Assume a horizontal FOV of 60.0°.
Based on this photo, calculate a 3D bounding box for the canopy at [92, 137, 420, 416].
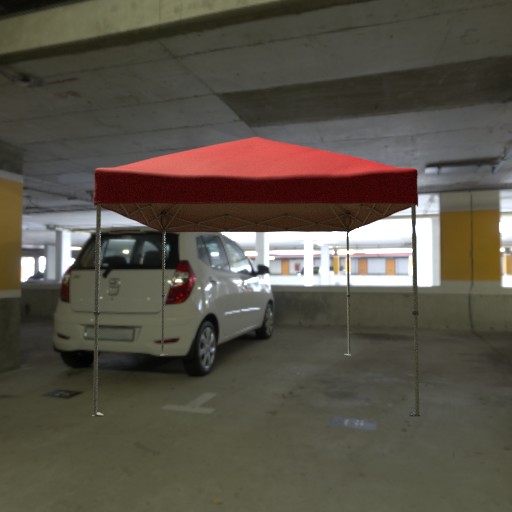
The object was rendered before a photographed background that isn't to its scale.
[{"bbox_3d":[0.000,0.000,5.529,2.996,2.997,2.998,0,-2,0],"label":"canopy"}]
